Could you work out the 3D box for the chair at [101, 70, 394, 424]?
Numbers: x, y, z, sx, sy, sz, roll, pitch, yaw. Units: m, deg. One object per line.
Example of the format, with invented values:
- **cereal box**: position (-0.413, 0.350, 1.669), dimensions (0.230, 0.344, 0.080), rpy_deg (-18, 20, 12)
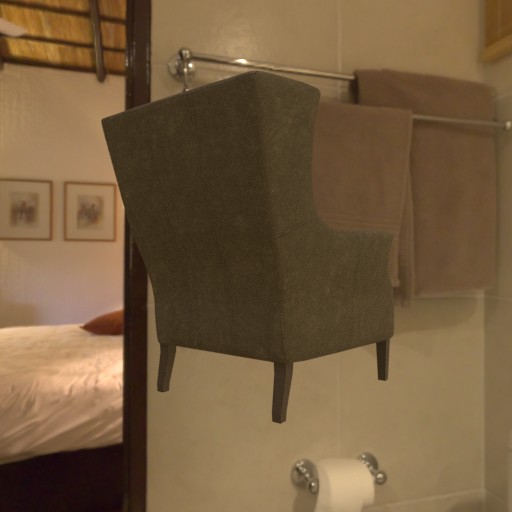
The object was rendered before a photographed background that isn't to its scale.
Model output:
- **chair**: position (0.000, 0.000, 1.704), dimensions (0.853, 1.016, 0.926), rpy_deg (0, -1, 37)
